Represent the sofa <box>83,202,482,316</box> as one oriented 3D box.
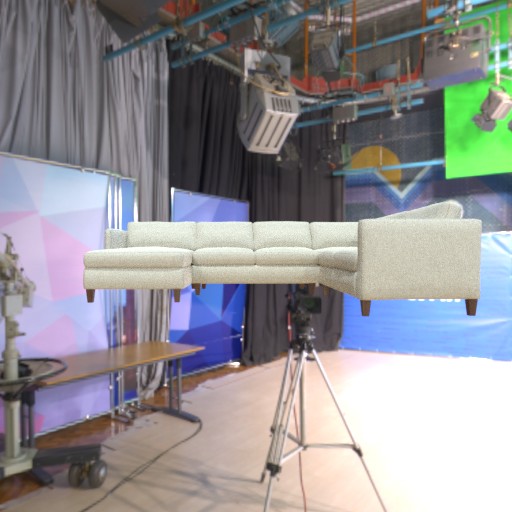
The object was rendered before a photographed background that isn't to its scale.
[{"bbox_3d":[0.000,0.000,4.400,3.238,0.853,2.551,0,1,-2],"label":"sofa"}]
